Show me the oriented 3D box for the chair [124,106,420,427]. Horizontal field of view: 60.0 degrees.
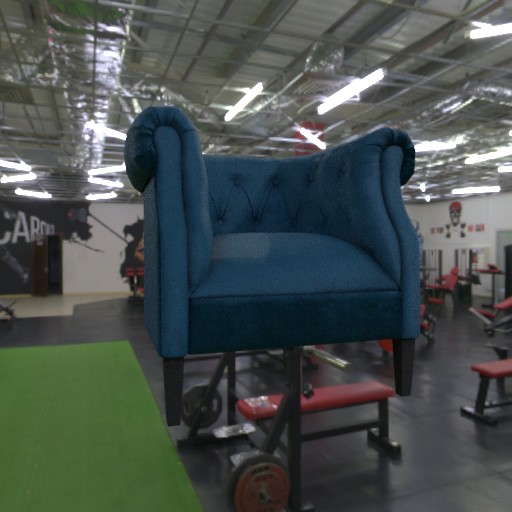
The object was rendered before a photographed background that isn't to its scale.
[{"bbox_3d":[0.000,0.000,1.573,0.904,0.826,0.851,0,1,-18],"label":"chair"}]
